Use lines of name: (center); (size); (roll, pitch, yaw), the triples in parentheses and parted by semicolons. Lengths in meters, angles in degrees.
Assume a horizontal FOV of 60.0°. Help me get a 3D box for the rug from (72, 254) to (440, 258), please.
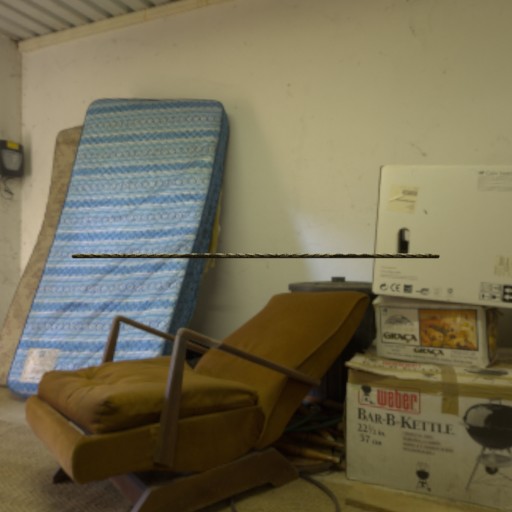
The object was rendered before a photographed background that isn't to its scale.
rug: (0.000, 0.000, 2.356); (1.210, 0.016, 1.833); (0, 0, 0)
